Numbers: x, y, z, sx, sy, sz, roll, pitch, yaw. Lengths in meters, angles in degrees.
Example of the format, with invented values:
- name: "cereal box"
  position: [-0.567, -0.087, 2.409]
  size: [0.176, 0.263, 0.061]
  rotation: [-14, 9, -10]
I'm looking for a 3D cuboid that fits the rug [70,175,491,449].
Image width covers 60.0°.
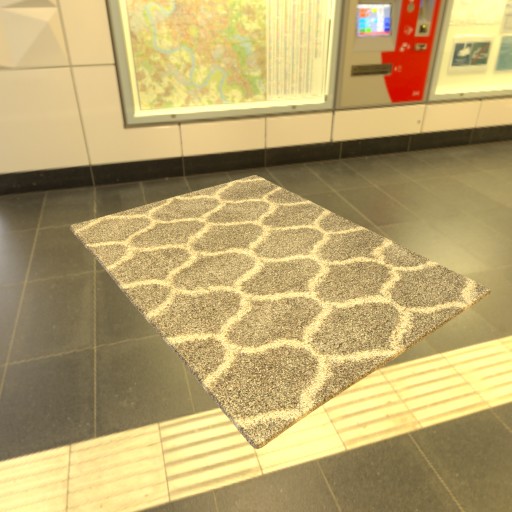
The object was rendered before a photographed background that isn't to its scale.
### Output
- name: "rug"
  position: [0.000, 0.000, 2.035]
  size: [1.200, 0.025, 1.600]
  rotation: [-21, 37, -31]
